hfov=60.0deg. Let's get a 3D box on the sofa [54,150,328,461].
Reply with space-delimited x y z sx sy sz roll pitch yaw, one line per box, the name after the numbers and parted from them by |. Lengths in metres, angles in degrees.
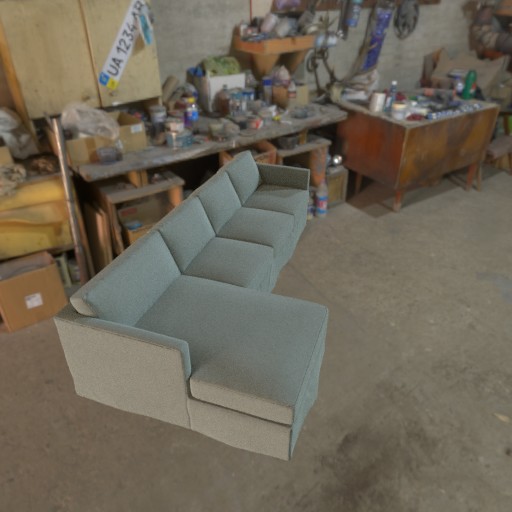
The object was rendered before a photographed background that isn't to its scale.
0.000 0.000 3.994 1.650 0.922 3.205 10 33 17 | sofa
